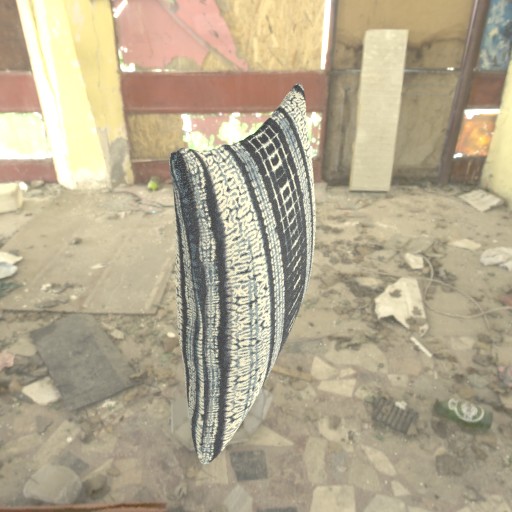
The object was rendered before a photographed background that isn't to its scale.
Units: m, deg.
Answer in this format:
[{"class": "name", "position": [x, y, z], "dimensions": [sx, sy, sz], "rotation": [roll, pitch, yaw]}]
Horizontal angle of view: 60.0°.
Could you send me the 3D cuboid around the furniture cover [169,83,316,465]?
[{"class": "furniture cover", "position": [0.000, 0.000, 0.668], "dimensions": [0.133, 0.435, 0.425], "rotation": [10, 31, 17]}]
